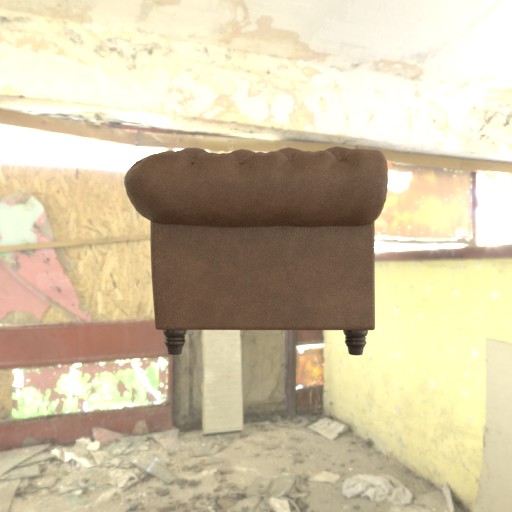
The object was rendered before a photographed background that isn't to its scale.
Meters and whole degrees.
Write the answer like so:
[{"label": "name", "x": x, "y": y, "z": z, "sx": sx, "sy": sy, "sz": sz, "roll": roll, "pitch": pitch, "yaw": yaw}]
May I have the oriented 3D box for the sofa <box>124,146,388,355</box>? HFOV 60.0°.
[{"label": "sofa", "x": 0.000, "y": 0.000, "z": 2.495, "sx": 0.955, "sy": 0.784, "sz": 2.048, "roll": 0, "pitch": -1, "yaw": 1}]
